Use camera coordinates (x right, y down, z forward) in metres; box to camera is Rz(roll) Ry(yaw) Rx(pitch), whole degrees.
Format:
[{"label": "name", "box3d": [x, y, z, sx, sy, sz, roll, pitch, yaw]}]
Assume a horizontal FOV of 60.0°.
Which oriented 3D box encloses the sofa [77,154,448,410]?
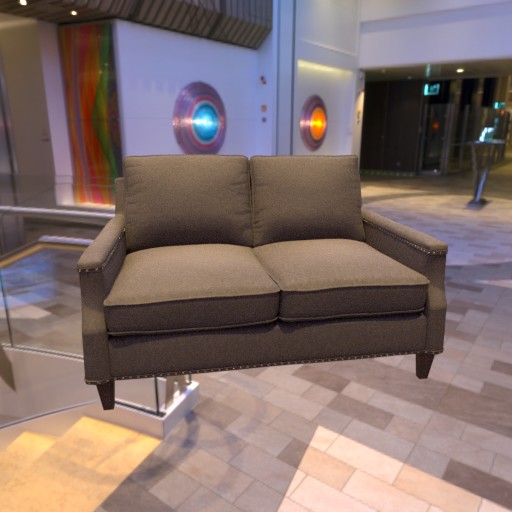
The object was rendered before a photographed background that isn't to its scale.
[{"label": "sofa", "box3d": [0.000, 0.000, 2.313, 1.597, 1.003, 1.084, -3, 16, -9]}]
